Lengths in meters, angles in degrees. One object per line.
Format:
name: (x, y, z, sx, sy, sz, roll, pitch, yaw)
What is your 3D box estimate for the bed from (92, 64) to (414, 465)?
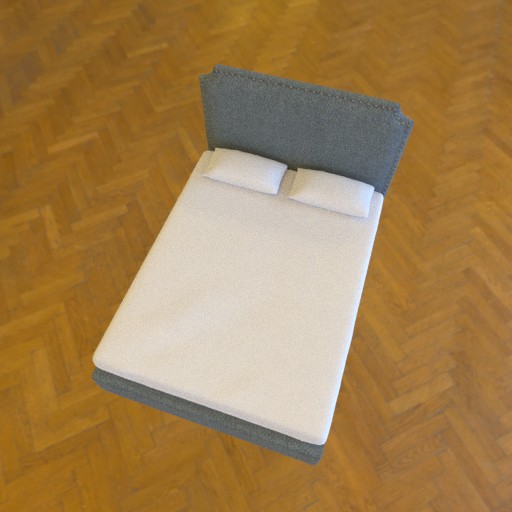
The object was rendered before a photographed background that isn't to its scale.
bed: (0.000, 0.000, 3.358, 1.712, 1.443, 2.372, 16, 60, 10)
